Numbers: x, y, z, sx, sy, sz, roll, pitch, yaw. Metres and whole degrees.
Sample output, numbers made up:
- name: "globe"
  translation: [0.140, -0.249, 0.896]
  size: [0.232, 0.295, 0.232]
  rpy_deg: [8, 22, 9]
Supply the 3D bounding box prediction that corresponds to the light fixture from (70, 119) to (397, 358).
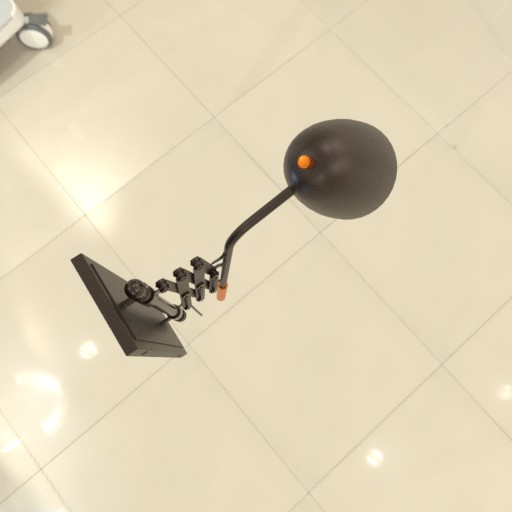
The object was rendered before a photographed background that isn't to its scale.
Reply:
- name: "light fixture"
  translation: [0.000, 0.000, 0.901]
  size: [0.499, 0.715, 0.162]
  rpy_deg: [-33, 79, -7]
